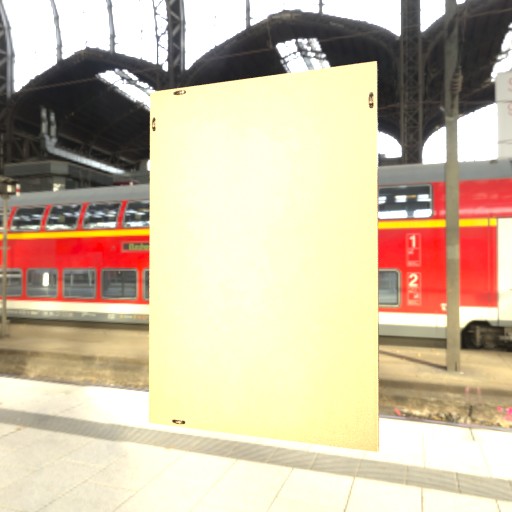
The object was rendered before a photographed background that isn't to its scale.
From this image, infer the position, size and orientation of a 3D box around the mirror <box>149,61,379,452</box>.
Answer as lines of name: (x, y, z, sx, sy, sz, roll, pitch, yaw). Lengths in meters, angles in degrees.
mirror: (0.000, 0.000, 1.146, 0.609, 0.915, 0.041, 0, -1, 18)
